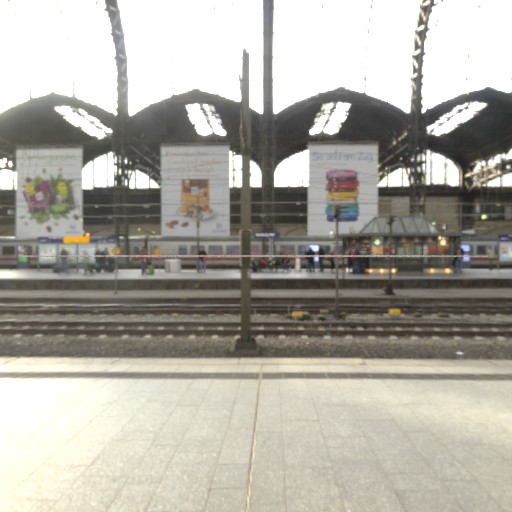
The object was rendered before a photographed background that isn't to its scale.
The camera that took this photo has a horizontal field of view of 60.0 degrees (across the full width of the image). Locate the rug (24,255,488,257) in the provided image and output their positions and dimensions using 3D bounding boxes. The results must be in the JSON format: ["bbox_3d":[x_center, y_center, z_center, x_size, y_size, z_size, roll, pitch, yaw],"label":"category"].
[{"bbox_3d":[0.000,0.000,2.341,1.818,0.005,1.217,0,0,0],"label":"rug"}]
